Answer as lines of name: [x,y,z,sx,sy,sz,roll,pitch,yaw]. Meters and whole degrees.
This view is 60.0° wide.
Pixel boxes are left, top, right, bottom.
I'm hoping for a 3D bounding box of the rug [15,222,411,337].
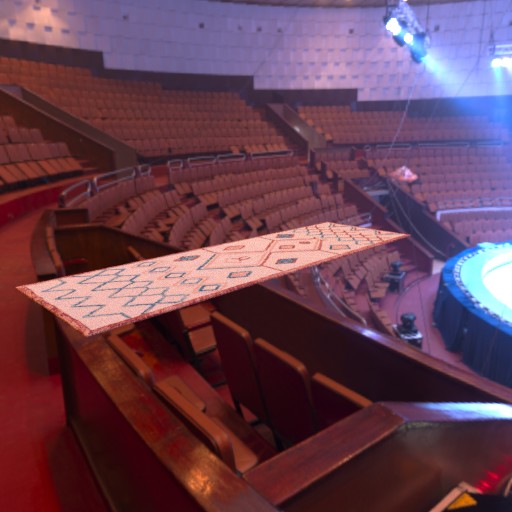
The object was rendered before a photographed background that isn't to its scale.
rug: [0.000,0.000,2.643,2.435,0.011,0.750,-14,20,-43]
